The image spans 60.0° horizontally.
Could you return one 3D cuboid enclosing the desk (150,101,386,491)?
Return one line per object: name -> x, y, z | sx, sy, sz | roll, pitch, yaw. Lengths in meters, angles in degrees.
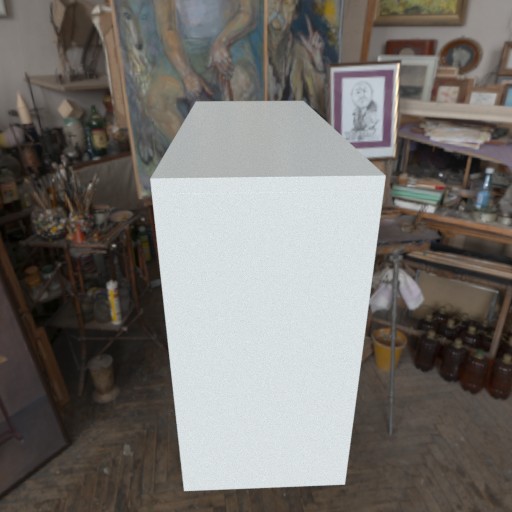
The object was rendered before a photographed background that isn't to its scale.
desk -> 0.000, 0.000, 1.373 | 0.400, 0.790, 1.000 | -1, 26, -2
